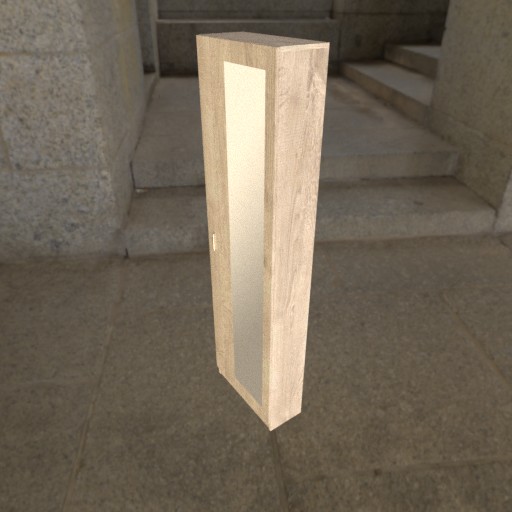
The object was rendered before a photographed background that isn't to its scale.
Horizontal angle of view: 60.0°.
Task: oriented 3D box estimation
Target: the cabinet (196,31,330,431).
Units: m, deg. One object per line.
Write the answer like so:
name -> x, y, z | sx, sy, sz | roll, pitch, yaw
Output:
cabinet -> 0.000, 0.000, 2.023 | 0.230, 1.790, 0.500 | -20, 37, -30
